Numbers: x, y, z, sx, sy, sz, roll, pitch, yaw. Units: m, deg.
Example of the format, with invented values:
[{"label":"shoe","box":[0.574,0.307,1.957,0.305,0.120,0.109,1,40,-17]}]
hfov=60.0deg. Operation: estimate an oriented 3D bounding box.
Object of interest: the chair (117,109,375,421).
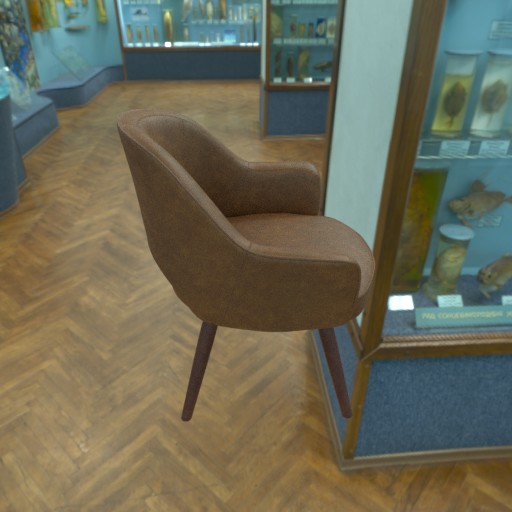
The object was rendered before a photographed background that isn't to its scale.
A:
[{"label":"chair","box":[0.000,0.000,1.235,0.640,0.777,0.591,-1,32,-1]}]
